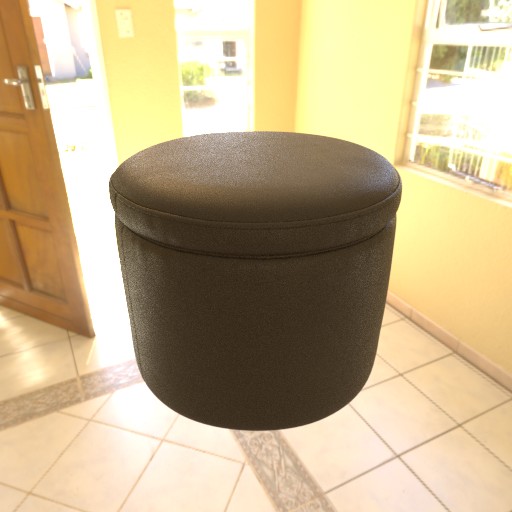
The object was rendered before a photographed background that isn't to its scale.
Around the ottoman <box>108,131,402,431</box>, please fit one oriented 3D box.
[{"bbox_3d":[0.000,0.000,0.852,0.500,0.409,0.500,0,27,0],"label":"ottoman"}]
